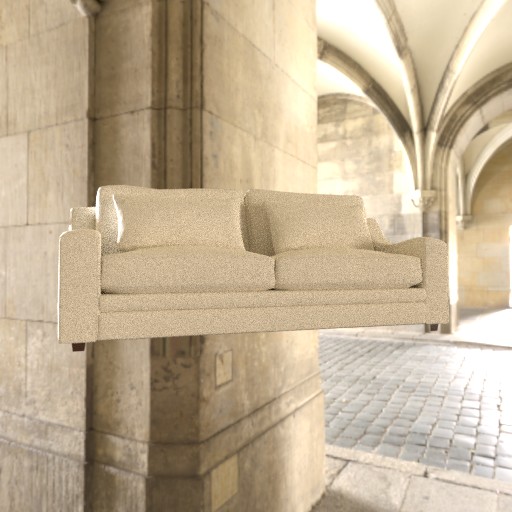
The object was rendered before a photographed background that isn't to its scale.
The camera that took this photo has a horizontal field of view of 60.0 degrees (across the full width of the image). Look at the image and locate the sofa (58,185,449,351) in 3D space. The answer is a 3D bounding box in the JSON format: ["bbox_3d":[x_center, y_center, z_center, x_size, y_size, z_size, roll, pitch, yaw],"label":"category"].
[{"bbox_3d":[0.000,0.000,3.103,2.470,1.022,1.009,0,-1,-18],"label":"sofa"}]
